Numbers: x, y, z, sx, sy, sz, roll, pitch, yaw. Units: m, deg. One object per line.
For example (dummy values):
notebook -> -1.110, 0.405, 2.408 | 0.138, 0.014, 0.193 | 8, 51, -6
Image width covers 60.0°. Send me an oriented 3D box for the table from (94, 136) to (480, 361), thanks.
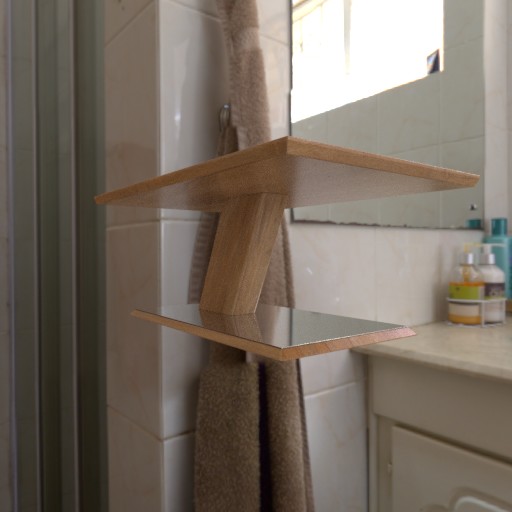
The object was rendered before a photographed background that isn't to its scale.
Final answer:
table -> 0.000, 0.000, 1.434 | 0.692, 0.441, 1.100 | 0, 1, -37
